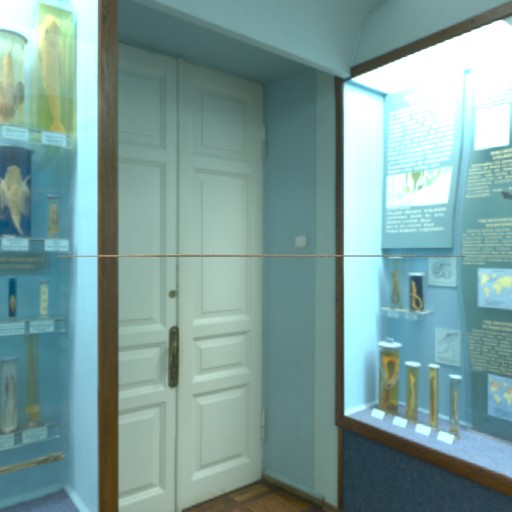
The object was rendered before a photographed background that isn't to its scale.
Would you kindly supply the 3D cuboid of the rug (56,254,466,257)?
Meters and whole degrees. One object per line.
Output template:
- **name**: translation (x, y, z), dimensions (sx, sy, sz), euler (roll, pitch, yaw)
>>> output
- **rug**: translation (0.000, 0.000, 4.218), dimensions (3.048, 0.014, 2.438), euler (0, 0, -35)
